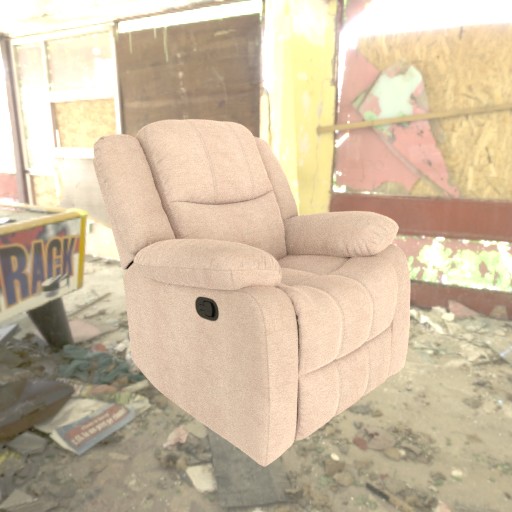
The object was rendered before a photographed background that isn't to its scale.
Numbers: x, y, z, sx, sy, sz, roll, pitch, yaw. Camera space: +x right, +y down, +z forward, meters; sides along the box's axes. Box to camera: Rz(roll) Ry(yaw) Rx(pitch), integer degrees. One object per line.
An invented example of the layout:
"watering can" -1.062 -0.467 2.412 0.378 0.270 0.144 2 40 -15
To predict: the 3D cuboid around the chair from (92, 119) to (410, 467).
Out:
"chair" 0.000 0.000 1.682 0.899 1.008 0.944 -14 20 -42
